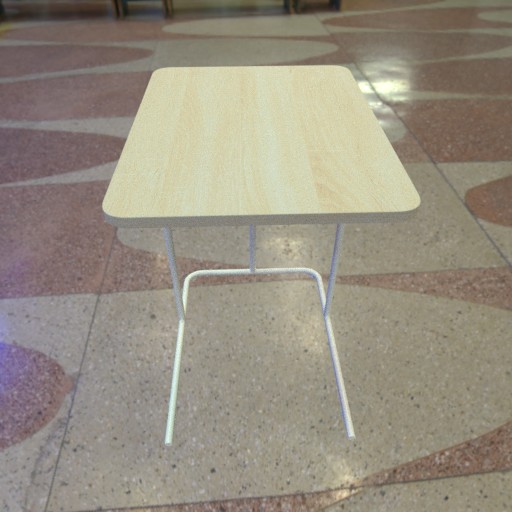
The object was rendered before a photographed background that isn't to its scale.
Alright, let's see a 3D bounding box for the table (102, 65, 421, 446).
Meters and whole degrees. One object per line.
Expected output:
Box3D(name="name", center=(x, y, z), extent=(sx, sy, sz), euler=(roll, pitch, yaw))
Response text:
Box3D(name="table", center=(0.000, 0.000, 0.855), extent=(0.370, 0.550, 0.480), euler=(-1, 42, -2))
